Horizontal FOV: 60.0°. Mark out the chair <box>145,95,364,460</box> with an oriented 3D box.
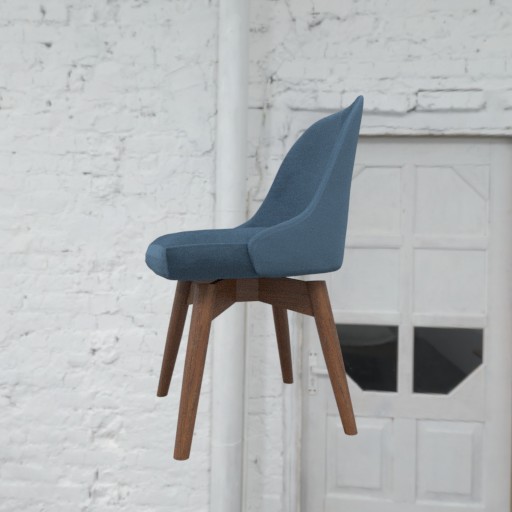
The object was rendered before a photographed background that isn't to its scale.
[{"bbox_3d":[0.000,0.000,1.251,0.589,0.882,0.503,-1,2,-18],"label":"chair"}]
